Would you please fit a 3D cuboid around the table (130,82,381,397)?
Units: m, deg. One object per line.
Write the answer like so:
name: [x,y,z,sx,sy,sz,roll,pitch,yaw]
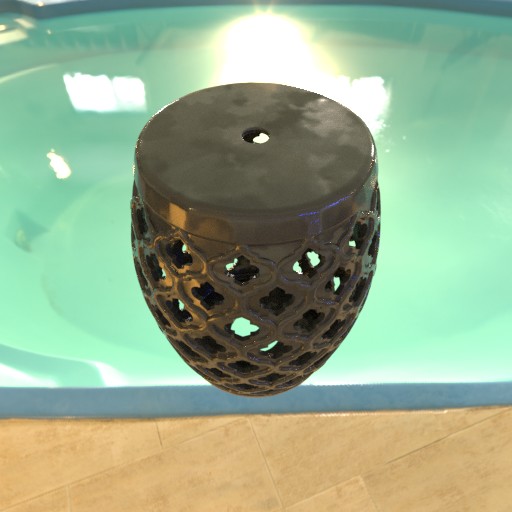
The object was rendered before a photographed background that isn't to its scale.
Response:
table: [0.000,0.000,0.624,0.325,0.388,0.325,0,47,0]
